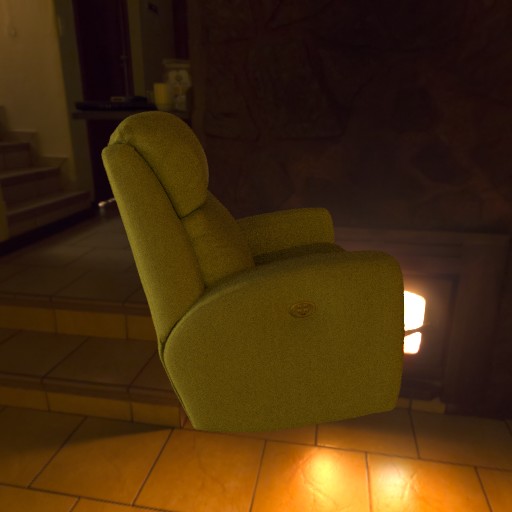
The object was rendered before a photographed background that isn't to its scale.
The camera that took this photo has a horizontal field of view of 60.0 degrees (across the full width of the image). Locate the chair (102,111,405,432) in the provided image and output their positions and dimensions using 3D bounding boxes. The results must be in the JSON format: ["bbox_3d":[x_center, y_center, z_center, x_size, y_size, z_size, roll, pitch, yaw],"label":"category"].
[{"bbox_3d":[0.000,0.000,1.638,0.940,1.016,0.794,-3,18,-9],"label":"chair"}]
